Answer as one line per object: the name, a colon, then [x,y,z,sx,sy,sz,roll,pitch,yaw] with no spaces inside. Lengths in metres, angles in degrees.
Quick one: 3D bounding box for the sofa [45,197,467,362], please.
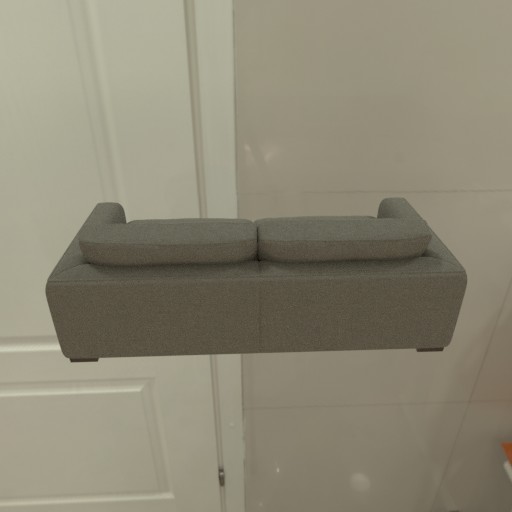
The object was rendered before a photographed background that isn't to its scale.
sofa: [0.000,0.000,2.845,2.262,0.801,1.070,-1,30,-2]
